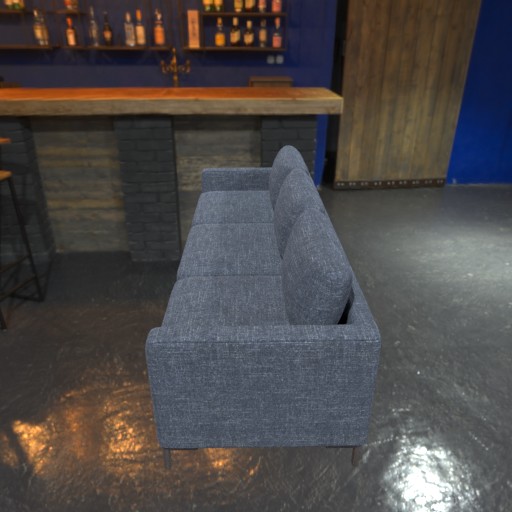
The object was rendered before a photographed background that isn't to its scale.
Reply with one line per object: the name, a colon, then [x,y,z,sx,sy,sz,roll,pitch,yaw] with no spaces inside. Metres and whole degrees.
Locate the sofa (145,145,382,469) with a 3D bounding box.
sofa: [0.000,0.000,2.620,0.859,0.874,2.218,0,27,-1]
